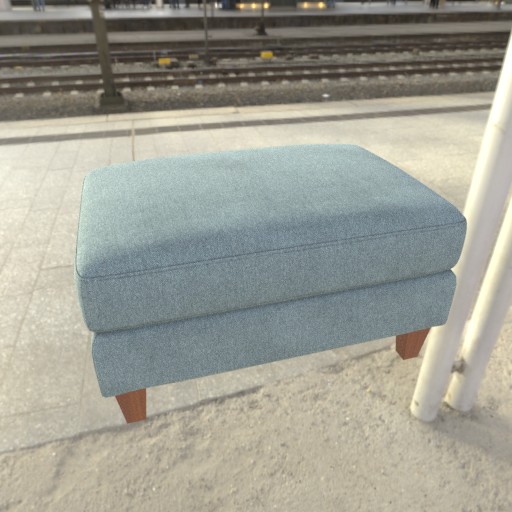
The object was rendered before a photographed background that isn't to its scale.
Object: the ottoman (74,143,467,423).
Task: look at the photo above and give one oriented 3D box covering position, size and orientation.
[{"bbox_3d":[0.000,0.000,1.202,0.864,0.483,0.584,-9,32,-14],"label":"ottoman"}]
